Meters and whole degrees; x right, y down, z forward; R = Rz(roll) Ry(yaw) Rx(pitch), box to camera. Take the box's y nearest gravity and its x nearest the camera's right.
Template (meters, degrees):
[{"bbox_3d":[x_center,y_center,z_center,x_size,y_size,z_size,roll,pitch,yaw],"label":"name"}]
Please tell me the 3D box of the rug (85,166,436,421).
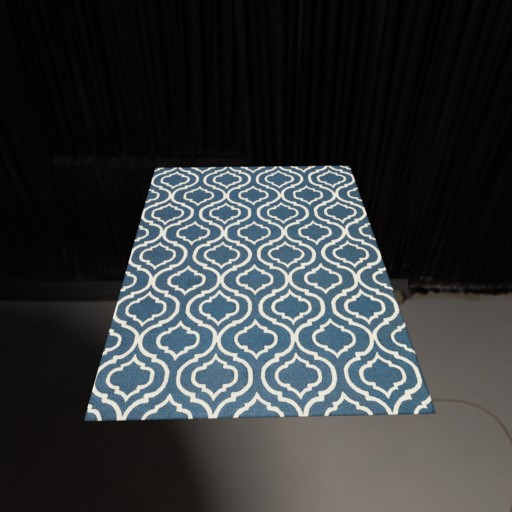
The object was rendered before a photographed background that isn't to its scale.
[{"bbox_3d":[0.000,0.000,4.316,2.438,0.010,3.353,-1,42,-1],"label":"rug"}]
